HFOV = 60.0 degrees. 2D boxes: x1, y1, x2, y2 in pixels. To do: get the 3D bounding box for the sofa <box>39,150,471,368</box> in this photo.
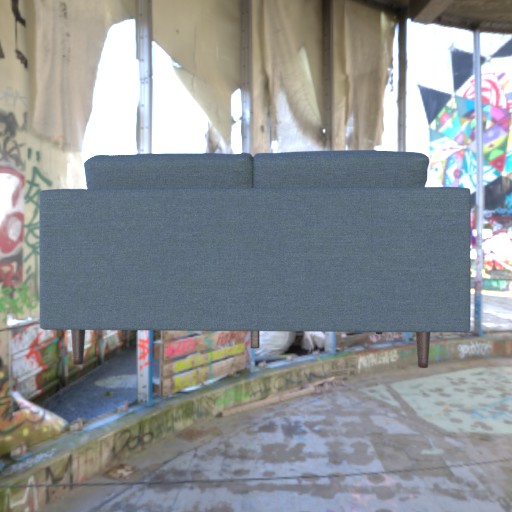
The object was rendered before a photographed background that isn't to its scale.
[{"bbox_3d":[0.000,0.000,2.195,1.659,0.907,0.999,0,0,2],"label":"sofa"}]
